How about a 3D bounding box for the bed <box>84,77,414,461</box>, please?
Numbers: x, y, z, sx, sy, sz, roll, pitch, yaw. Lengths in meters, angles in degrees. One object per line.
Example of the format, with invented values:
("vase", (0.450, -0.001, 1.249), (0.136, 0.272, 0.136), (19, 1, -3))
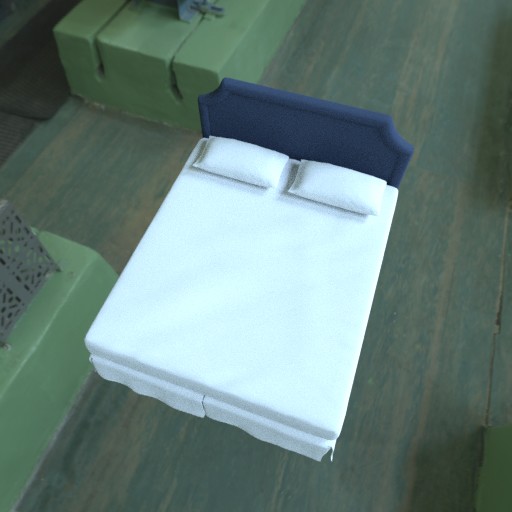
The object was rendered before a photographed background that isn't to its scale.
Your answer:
("bed", (0.000, 0.000, 4.082), (2.350, 1.488, 2.773), (17, 60, 10))
